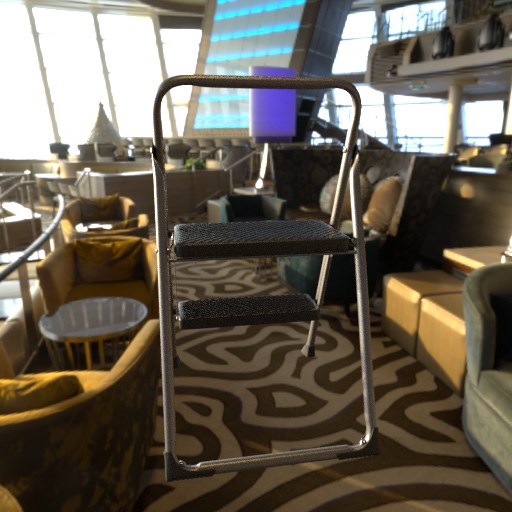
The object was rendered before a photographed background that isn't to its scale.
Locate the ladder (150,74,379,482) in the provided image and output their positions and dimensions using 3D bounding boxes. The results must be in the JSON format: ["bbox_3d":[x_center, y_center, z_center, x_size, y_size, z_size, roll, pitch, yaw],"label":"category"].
[{"bbox_3d":[0.000,0.000,0.971,0.430,0.720,0.472,-3,15,-10],"label":"ladder"}]
